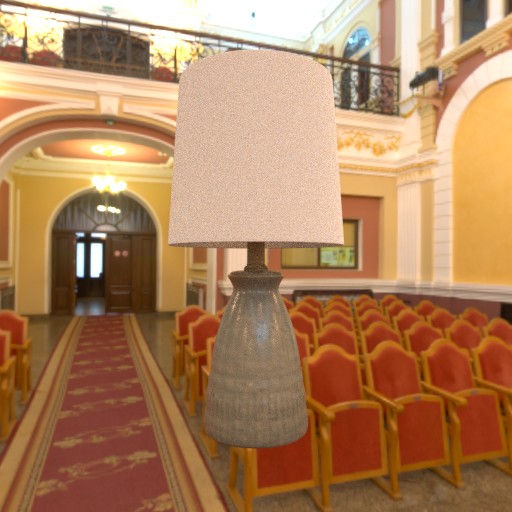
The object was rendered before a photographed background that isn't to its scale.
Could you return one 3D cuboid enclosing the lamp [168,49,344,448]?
[{"bbox_3d":[0.000,0.000,0.478,0.186,0.369,0.186,0,-1,0],"label":"lamp"}]
